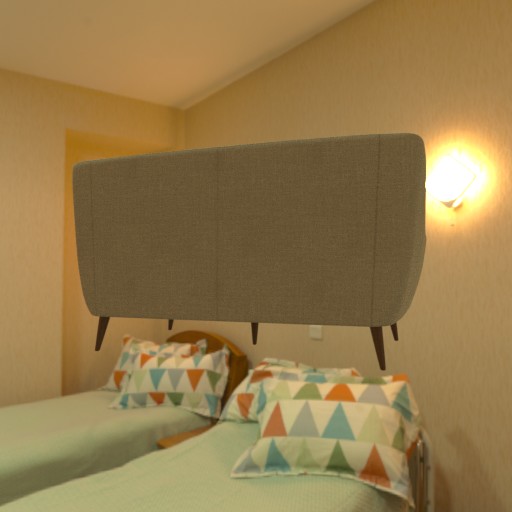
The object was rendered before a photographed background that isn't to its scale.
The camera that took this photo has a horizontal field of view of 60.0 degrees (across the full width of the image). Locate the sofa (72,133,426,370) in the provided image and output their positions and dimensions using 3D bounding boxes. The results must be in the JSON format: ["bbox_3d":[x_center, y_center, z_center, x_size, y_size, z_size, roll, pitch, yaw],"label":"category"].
[{"bbox_3d":[0.000,0.000,2.244,1.652,0.888,0.965,-1,-2,18],"label":"sofa"}]
